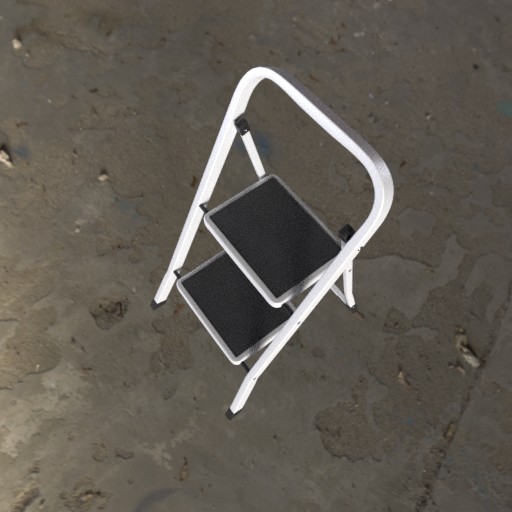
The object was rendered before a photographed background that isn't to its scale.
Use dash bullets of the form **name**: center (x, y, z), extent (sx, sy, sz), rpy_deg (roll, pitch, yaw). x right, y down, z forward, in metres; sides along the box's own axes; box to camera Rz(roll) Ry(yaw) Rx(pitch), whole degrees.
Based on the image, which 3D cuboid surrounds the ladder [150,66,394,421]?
- **ladder**: center (0.000, 0.000, 1.117), extent (0.544, 0.810, 0.460), rpy_deg (-34, 68, -16)
